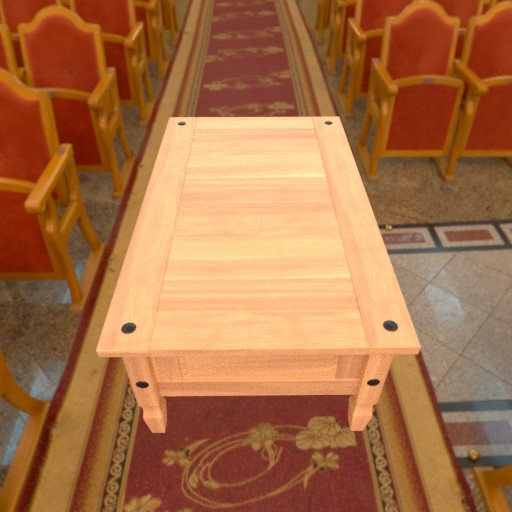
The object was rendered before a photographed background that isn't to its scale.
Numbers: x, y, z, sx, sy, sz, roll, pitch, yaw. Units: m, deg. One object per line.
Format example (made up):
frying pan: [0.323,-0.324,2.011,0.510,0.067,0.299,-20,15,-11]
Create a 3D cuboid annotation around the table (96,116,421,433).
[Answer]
table: [0.000,0.000,1.332,0.600,0.437,1.000,0,41,0]
